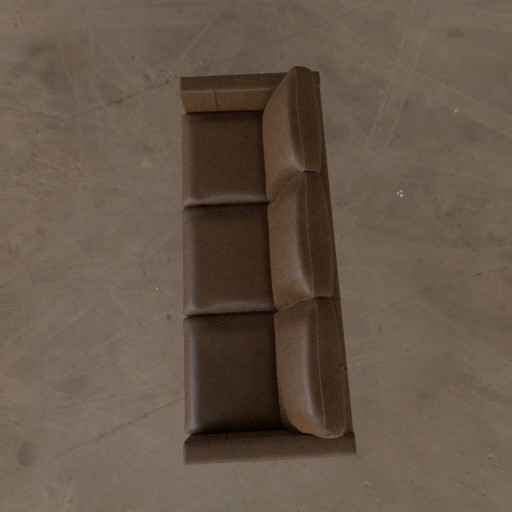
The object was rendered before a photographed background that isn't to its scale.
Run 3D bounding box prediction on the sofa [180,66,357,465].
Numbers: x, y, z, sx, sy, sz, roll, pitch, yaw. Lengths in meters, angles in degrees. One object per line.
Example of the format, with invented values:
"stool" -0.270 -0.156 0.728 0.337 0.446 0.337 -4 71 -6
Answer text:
"sofa" 0.000 0.000 2.699 0.903 0.930 2.231 -3 76 -1
